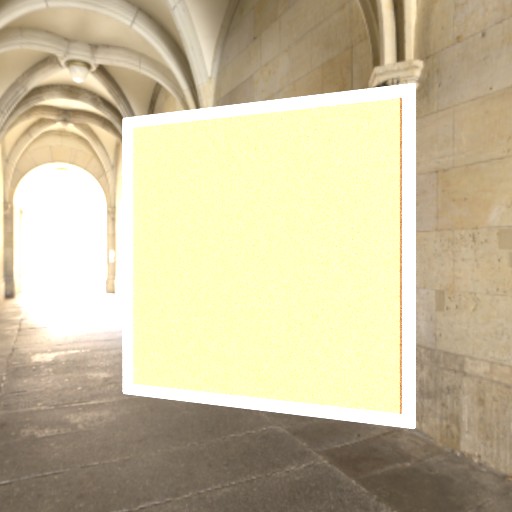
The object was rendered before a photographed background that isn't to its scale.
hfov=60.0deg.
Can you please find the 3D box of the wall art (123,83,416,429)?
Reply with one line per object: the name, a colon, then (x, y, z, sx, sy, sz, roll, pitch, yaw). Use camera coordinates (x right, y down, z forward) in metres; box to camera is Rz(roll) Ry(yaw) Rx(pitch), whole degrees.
wall art: (0.000, 0.000, 0.751, 0.508, 0.508, 0.038, 0, 0, 19)
